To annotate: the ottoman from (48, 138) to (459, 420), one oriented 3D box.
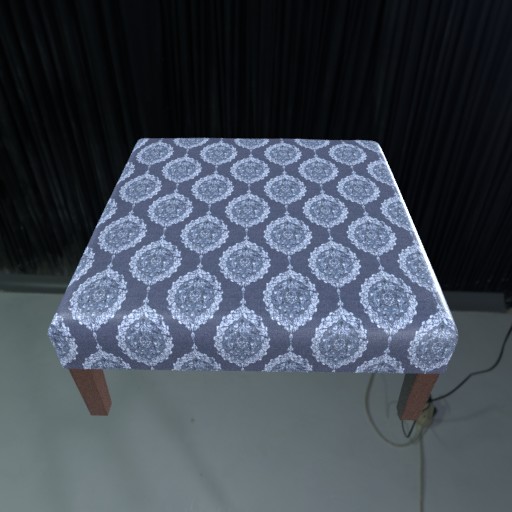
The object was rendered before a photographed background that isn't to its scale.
[{"bbox_3d":[0.000,0.000,1.374,0.889,0.409,0.890,1,41,1],"label":"ottoman"}]
